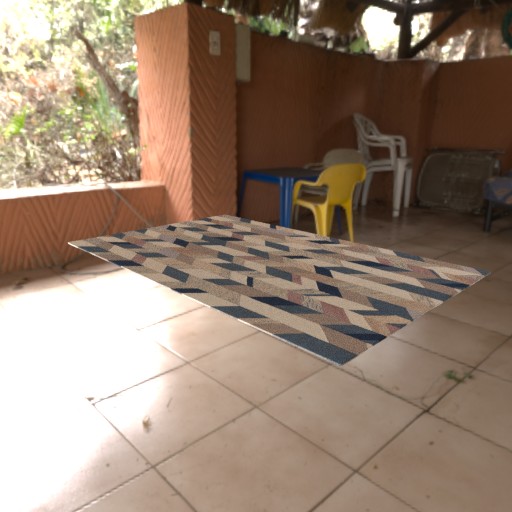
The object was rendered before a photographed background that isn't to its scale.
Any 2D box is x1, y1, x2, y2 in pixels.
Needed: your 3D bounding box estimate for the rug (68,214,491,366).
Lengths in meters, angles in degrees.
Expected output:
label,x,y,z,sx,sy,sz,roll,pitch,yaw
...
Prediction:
label,x,y,z,sx,sy,sz,roll,pitch,yaw
rug,0.000,0.000,2.924,1.513,0.008,2.423,-15,22,-42
